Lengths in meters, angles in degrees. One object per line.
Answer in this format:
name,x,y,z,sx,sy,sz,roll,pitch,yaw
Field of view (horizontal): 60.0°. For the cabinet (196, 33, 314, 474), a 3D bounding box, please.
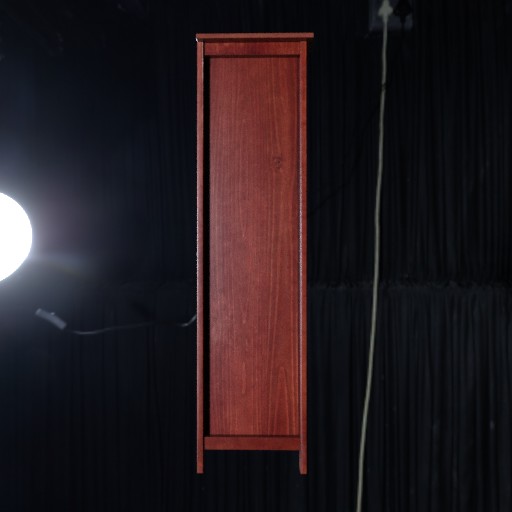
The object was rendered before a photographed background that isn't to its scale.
cabinet,0.000,0.000,1.759,0.401,1.518,0.500,0,0,1
